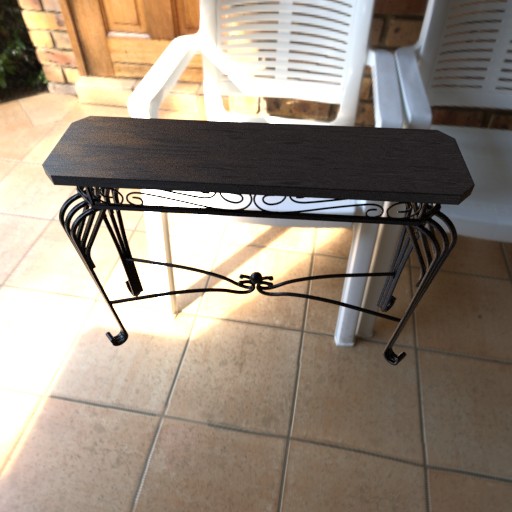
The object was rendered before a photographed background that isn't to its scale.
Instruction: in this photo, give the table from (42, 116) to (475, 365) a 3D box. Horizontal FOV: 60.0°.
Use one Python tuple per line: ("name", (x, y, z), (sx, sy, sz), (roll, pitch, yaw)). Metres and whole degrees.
("table", (0.000, 0.000, 1.457), (1.112, 0.800, 0.329), (3, 47, 3))
